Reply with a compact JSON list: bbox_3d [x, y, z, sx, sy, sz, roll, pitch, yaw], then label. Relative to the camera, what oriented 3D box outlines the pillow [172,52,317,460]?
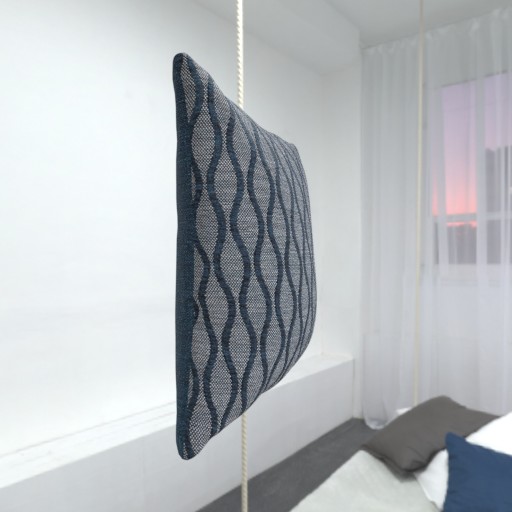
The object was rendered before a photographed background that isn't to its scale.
[{"bbox_3d":[0.000,0.000,0.660,0.159,0.435,0.435,0,0,19],"label":"pillow"}]
